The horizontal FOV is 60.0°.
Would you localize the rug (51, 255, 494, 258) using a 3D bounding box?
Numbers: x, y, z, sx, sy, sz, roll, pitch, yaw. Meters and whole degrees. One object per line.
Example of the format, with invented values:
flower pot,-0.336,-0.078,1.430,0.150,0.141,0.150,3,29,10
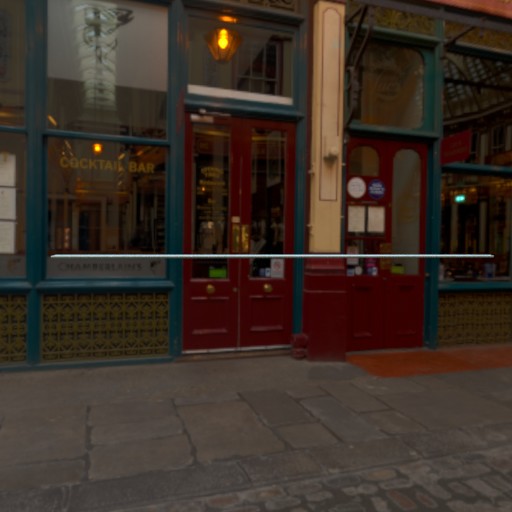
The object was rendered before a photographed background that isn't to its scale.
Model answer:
rug,0.000,0.000,2.818,2.205,0.014,1.589,0,0,-18
